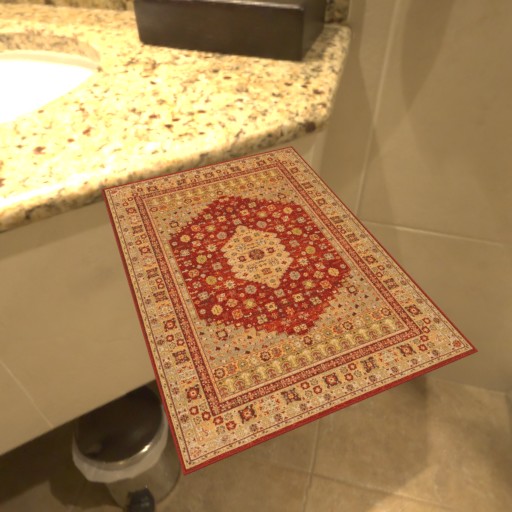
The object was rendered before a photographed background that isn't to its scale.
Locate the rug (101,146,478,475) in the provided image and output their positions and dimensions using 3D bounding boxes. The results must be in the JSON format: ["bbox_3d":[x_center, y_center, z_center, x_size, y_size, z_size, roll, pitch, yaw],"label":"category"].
[{"bbox_3d":[0.000,0.000,2.825,1.593,0.013,2.211,-16,47,-16],"label":"rug"}]
